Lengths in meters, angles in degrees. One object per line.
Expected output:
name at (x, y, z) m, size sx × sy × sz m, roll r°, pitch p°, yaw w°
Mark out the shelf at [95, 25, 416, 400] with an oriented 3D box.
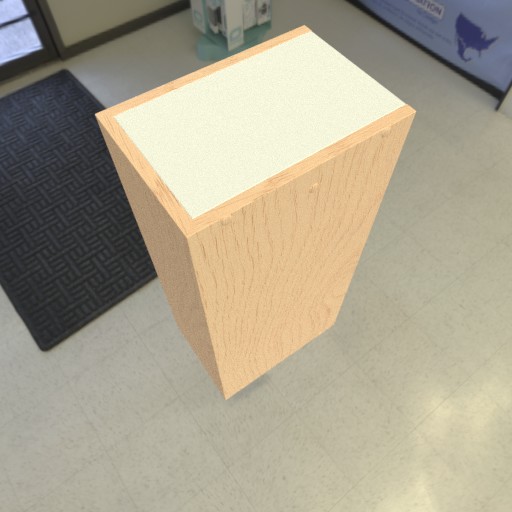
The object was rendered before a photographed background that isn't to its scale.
shelf at (0.000, 0.000, 0.739) m, size 0.290 × 0.600 × 0.200 m, roll -31°, pitch 63°, yaw -17°
